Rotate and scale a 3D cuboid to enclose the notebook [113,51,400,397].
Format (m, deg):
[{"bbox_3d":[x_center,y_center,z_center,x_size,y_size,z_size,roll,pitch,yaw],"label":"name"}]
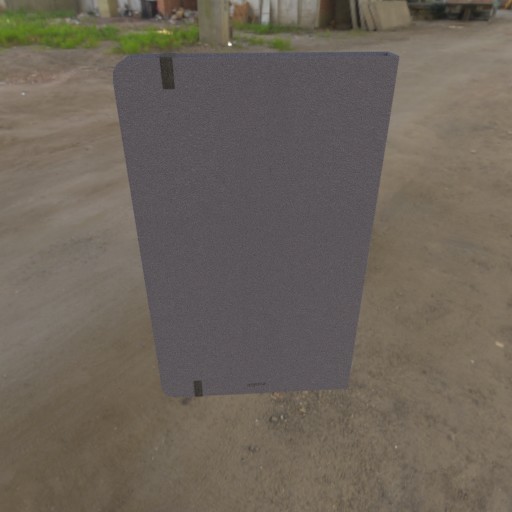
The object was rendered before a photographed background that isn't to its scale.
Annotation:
[{"bbox_3d":[0.000,0.000,0.255,0.127,0.213,0.016,-2,32,-3],"label":"notebook"}]
